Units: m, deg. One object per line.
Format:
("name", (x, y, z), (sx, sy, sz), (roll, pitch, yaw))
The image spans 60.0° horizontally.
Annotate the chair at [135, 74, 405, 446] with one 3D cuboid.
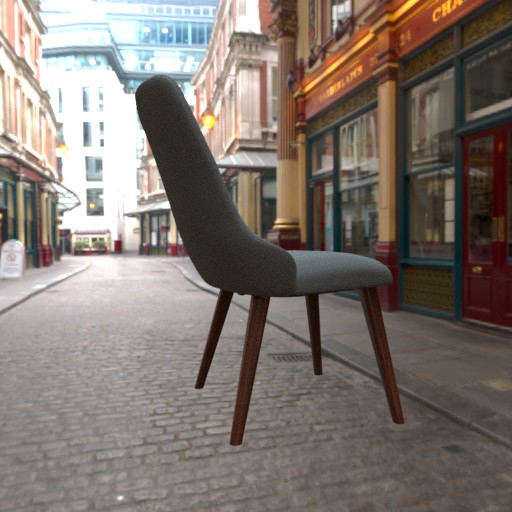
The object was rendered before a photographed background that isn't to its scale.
("chair", (0.000, 0.000, 1.348), (0.707, 0.918, 0.535), (0, 1, -18))
